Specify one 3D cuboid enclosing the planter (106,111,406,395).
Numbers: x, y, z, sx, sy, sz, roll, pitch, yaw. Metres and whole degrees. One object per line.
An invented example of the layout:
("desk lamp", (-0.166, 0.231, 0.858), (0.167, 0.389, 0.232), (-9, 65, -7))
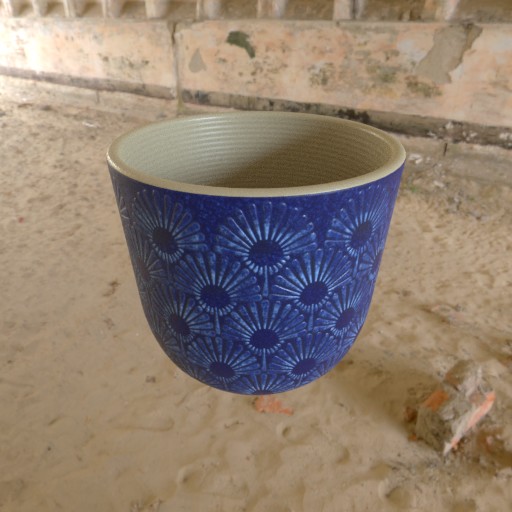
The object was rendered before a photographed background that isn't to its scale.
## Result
("planter", (0.000, 0.000, 0.363), (0.206, 0.190, 0.206), (0, 29, 0))
